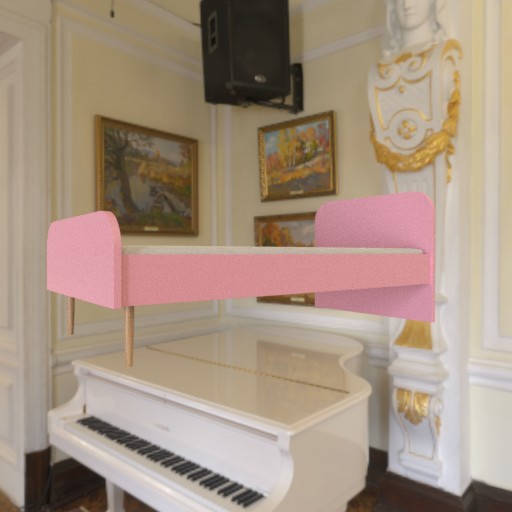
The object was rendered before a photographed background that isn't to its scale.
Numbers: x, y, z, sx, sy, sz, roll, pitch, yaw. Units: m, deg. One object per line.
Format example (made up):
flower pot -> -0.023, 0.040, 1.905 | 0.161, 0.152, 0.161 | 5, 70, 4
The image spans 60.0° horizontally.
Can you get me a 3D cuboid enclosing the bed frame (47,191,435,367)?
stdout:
bed frame -> 0.000, 0.000, 2.490 | 1.963, 0.805, 0.998 | 0, 1, -37
